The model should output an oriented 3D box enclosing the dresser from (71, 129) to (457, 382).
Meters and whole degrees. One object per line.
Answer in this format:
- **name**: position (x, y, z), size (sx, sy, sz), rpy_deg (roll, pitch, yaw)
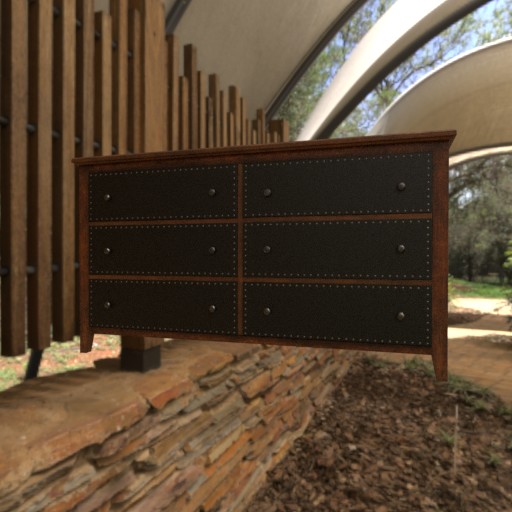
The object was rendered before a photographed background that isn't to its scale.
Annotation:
- **dresser**: position (0.000, 0.000, 1.932), size (1.551, 0.856, 0.463), rpy_deg (0, 0, 17)
